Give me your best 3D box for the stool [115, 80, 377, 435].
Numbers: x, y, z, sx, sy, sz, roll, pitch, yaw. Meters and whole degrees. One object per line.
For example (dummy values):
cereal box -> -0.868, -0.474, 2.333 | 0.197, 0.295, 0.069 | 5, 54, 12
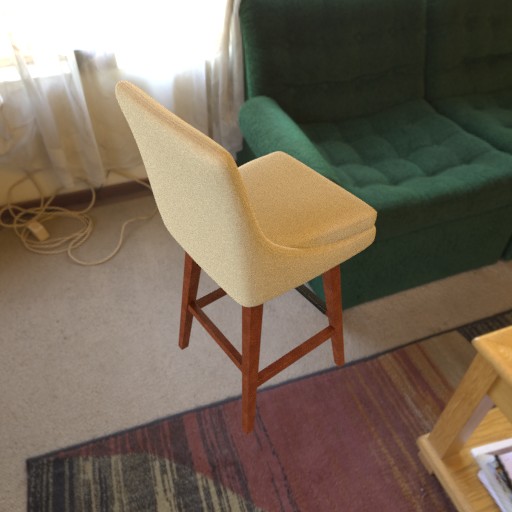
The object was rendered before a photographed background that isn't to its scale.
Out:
stool -> 0.000, 0.000, 1.392 | 0.559, 1.092, 0.470 | -27, 49, -26
